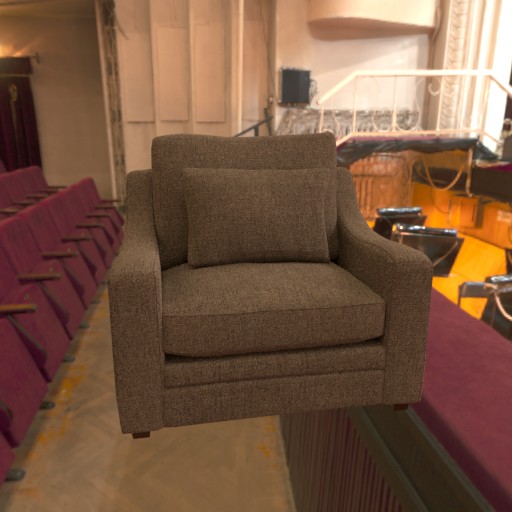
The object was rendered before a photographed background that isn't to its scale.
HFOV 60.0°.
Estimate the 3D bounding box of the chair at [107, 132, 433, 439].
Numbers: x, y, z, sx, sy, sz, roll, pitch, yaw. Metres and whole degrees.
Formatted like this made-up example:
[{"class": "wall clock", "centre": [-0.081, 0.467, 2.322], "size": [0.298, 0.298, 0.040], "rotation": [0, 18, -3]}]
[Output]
[{"class": "chair", "centre": [0.000, 0.000, 1.935], "size": [1.138, 1.037, 1.009], "rotation": [-3, 16, -9]}]
